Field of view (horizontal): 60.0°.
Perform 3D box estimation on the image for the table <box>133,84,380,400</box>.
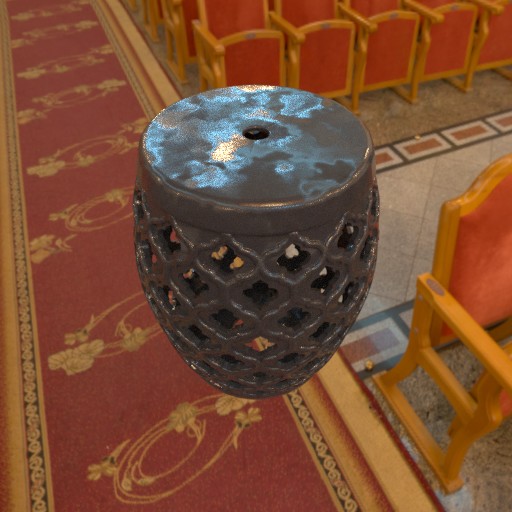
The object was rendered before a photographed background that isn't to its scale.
[{"bbox_3d":[0.000,0.000,0.630,0.325,0.388,0.325,0,45,0],"label":"table"}]
